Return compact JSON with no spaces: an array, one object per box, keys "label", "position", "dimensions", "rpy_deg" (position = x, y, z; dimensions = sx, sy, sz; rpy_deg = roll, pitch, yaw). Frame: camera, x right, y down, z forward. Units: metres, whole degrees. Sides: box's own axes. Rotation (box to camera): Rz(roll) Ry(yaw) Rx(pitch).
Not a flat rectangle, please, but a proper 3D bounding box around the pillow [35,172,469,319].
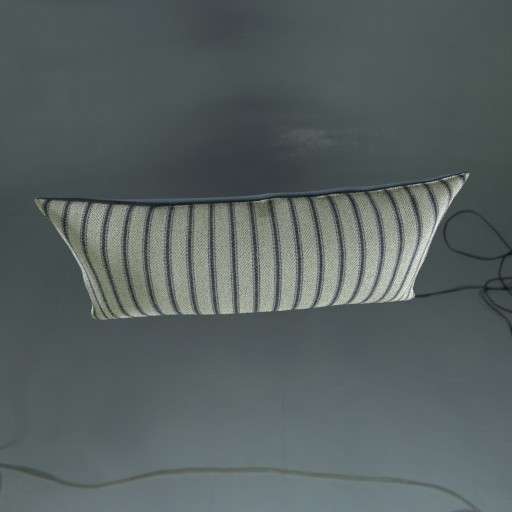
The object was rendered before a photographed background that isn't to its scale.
[{"label":"pillow","position":[0.000,0.000,0.727],"dimensions":[0.609,0.305,0.151],"rpy_deg":[-3,47,-3]}]
